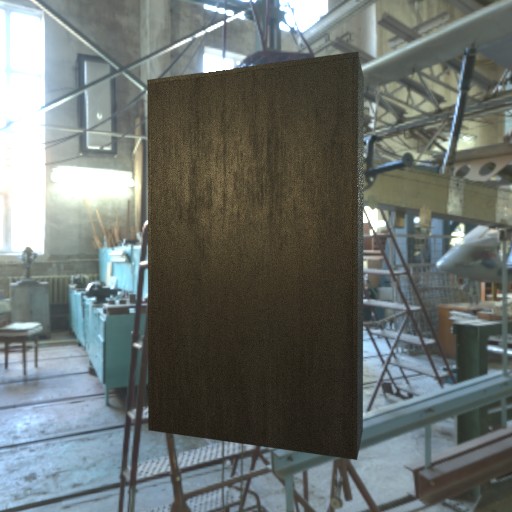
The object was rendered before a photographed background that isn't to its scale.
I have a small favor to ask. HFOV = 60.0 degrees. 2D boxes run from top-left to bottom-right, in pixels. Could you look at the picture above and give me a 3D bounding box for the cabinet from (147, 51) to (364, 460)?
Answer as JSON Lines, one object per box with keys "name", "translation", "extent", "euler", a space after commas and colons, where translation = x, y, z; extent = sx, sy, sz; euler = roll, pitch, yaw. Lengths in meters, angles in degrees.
{"name": "cabinet", "translation": [0.000, 0.000, 1.622], "extent": [0.750, 1.280, 0.250], "euler": [0, 1, 18]}
